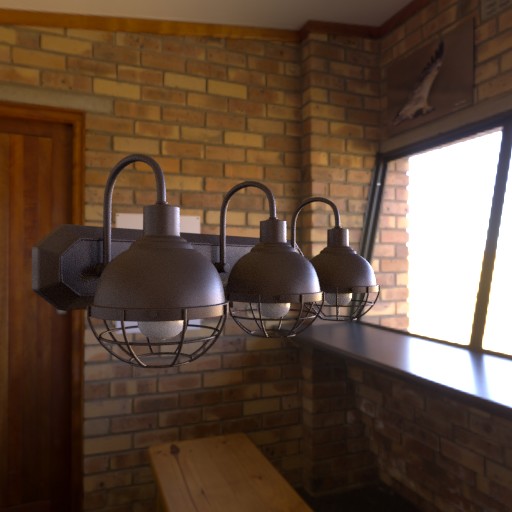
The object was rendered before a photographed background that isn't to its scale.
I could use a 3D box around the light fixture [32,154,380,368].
[{"bbox_3d":[0.000,0.000,0.740,0.229,0.254,0.634,0,-1,36],"label":"light fixture"}]
